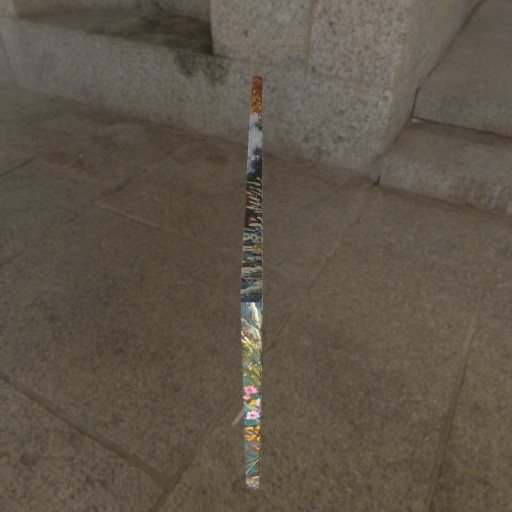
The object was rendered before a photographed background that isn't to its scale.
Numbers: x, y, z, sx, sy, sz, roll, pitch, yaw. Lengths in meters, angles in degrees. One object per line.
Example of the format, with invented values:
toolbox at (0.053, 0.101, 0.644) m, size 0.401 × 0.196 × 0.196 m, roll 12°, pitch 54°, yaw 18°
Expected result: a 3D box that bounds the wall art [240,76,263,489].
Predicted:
wall art at (0.000, 0.000, 1.437) m, size 0.042 × 0.760 × 1.136 m, roll 0°, pitch 40°, yaw 0°
